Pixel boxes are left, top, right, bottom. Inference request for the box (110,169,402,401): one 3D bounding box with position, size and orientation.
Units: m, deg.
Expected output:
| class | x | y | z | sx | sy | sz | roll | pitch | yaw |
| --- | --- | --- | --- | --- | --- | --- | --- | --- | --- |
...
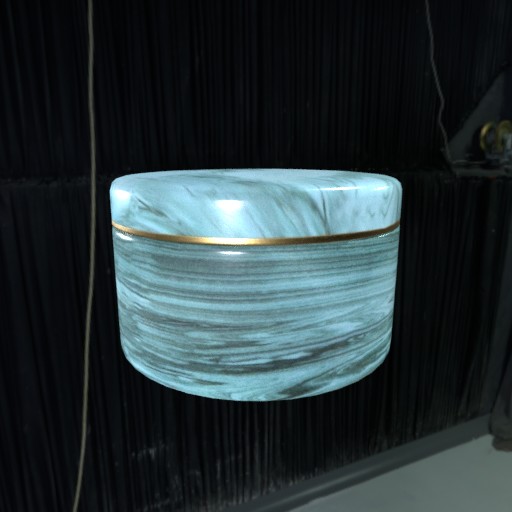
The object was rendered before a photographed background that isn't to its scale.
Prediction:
| class | x | y | z | sx | sy | sz | roll | pitch | yaw |
| --- | --- | --- | --- | --- | --- | --- | --- | --- | --- |
| box | 0.000 | 0.000 | 0.167 | 0.101 | 0.063 | 0.101 | 0 | 13 | 0 |
